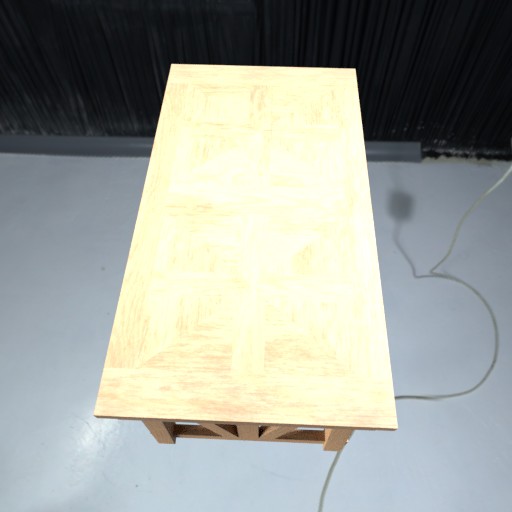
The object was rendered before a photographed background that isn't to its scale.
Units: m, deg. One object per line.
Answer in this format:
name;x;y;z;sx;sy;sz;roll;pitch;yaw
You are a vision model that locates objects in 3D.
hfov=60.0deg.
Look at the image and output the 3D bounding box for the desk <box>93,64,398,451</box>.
desk;0.000;0.000;1.894;0.813;0.762;1.499;2;59;1
